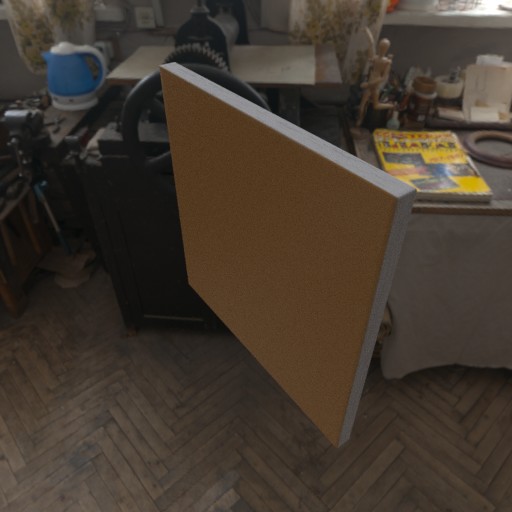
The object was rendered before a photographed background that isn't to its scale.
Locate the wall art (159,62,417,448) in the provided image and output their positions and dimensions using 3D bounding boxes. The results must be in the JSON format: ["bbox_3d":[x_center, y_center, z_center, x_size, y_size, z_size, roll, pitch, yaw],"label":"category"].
[{"bbox_3d":[0.000,0.000,1.924,0.078,1.288,1.287,-26,47,-27],"label":"wall art"}]
